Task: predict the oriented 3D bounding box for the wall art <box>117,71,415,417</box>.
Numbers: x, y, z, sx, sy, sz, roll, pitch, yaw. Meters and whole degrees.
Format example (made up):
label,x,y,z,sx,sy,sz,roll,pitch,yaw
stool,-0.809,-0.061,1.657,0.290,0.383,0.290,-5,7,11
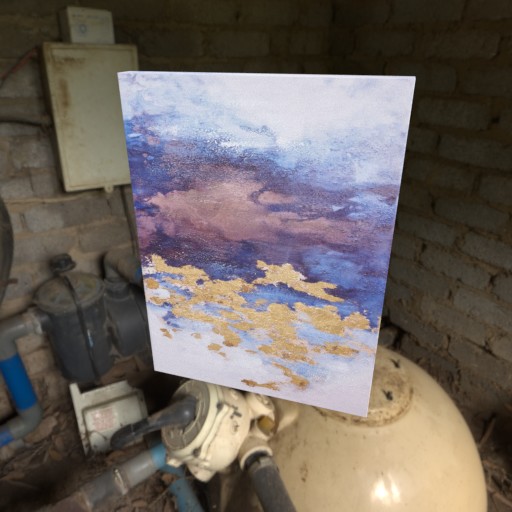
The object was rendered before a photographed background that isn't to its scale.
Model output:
label,x,y,z,sx,sy,sz,roll,pitch,yaw
wall art,0.000,0.000,0.764,0.437,0.581,0.036,8,27,16
